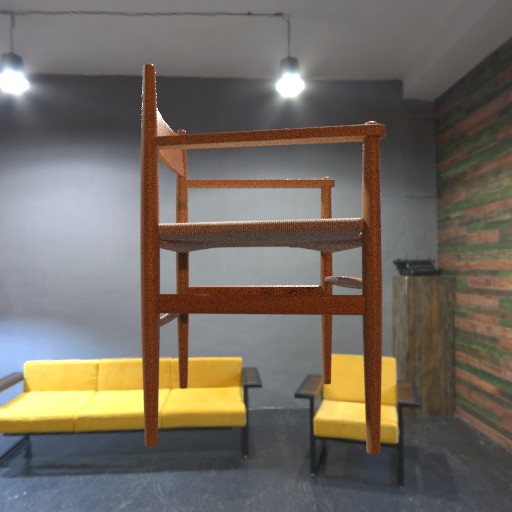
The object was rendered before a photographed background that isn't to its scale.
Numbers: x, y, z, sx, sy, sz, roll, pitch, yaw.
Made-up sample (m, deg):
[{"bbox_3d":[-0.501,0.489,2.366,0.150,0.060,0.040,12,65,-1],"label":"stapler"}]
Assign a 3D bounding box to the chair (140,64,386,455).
[{"bbox_3d":[0.000,0.000,1.106,0.495,0.762,0.556,0,-2,-1],"label":"chair"}]
